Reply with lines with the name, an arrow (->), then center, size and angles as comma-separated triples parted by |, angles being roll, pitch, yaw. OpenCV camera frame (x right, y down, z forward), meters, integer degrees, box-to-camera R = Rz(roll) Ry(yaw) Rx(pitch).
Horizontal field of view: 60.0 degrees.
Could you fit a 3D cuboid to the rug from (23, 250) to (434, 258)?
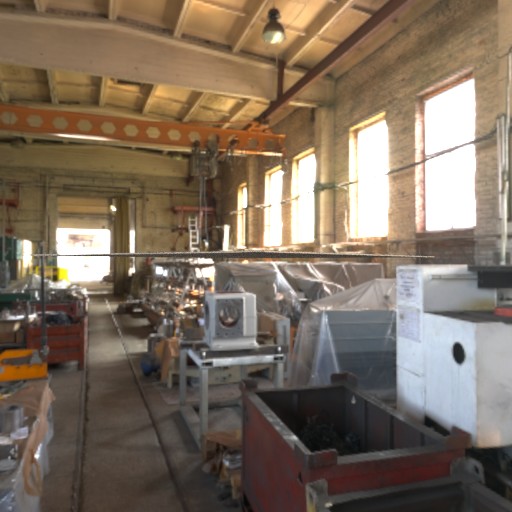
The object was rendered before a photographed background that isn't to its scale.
rug -> 0.000, 0.000, 4.218 | 2.437, 0.015, 3.205 | -1, -1, 36
